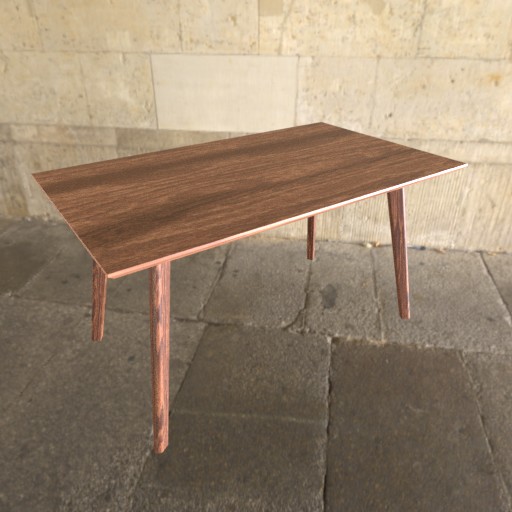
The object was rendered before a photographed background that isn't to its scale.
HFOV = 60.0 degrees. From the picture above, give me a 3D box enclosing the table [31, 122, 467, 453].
[{"bbox_3d":[0.000,0.000,1.770,1.349,0.724,0.801,-19,35,-30],"label":"table"}]
